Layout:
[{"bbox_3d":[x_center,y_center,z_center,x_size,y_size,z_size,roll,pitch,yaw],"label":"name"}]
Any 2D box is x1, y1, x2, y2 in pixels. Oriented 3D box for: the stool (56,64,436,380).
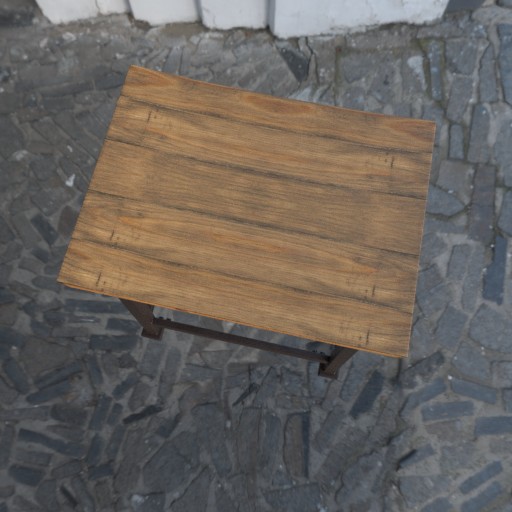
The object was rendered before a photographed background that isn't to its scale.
[{"bbox_3d":[0.000,0.000,0.921,0.486,0.625,0.405,12,75,3],"label":"stool"}]
